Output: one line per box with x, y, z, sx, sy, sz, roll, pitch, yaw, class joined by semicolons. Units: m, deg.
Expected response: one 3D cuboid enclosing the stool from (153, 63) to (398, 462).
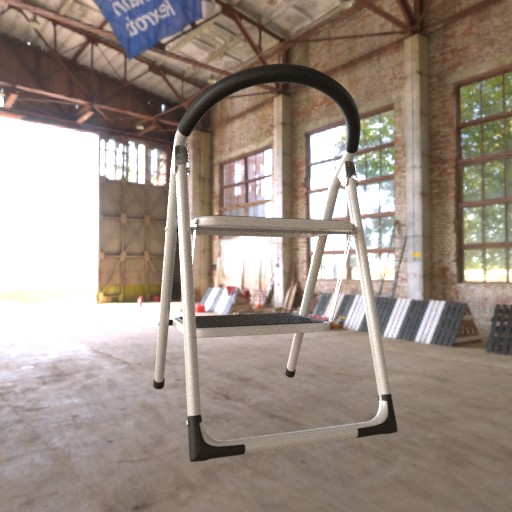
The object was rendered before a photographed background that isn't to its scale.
0.000;0.000;1.128;0.453;0.760;0.559;1;-2;-19;stool
